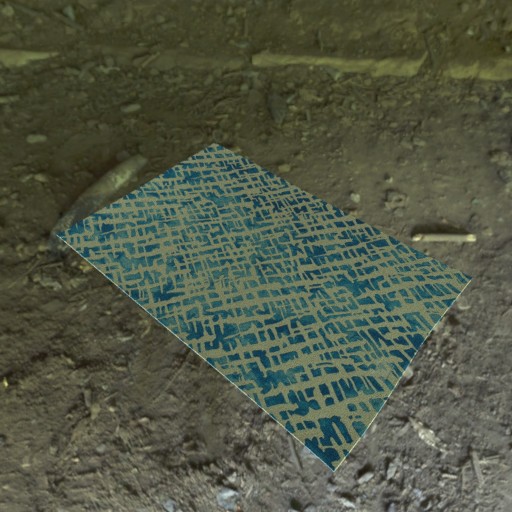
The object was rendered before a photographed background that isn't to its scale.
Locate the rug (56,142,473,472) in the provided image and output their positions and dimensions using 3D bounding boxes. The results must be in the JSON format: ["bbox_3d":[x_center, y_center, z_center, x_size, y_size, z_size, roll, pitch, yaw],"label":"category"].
[{"bbox_3d":[0.000,0.000,2.302,1.830,0.011,1.209,33,55,27],"label":"rug"}]
